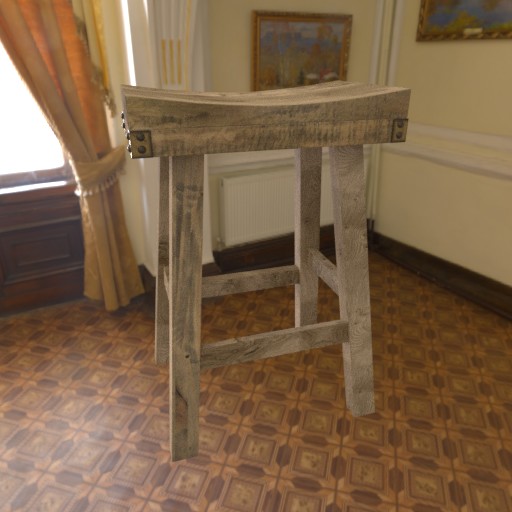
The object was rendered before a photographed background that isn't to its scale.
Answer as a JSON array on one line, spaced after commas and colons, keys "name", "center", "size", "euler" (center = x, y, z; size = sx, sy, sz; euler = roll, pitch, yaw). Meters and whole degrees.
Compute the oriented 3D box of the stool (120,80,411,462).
[{"name": "stool", "center": [0.000, 0.000, 0.886], "size": [0.450, 0.635, 0.330], "euler": [-7, 25, -16]}]
